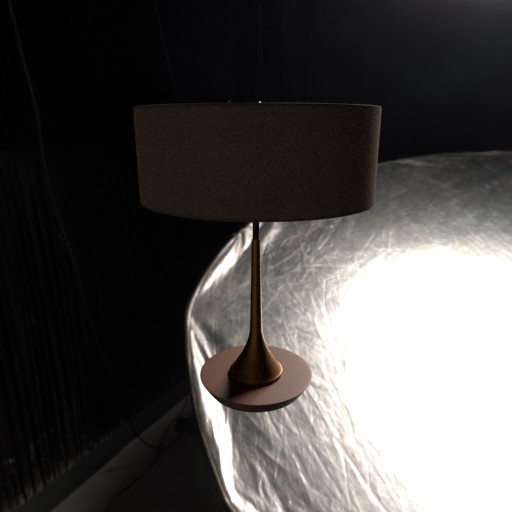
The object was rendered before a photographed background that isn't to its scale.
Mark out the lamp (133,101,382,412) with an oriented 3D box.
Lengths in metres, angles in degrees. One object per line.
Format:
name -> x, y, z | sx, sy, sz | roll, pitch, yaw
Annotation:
lamp -> 0.000, 0.000, 0.837 | 0.417, 0.551, 0.396 | 9, 19, 27
